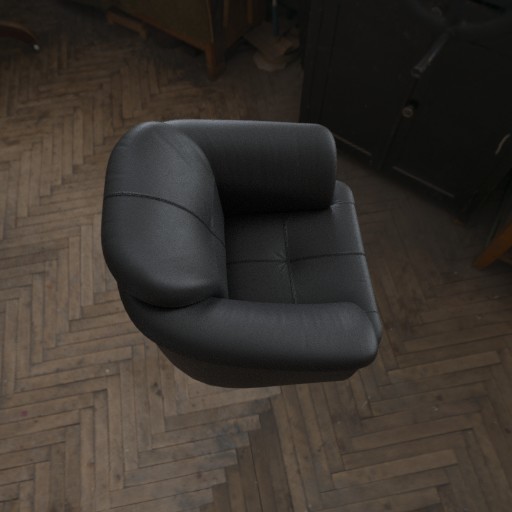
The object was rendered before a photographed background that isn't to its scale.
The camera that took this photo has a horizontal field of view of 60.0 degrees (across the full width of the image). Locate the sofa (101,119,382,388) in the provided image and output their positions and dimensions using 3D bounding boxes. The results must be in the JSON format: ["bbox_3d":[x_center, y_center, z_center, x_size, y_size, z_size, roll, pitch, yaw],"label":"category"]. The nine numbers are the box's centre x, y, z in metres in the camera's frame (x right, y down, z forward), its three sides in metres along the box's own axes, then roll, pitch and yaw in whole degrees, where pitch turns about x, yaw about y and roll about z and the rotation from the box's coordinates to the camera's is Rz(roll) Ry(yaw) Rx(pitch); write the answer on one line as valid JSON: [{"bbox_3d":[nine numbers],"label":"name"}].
[{"bbox_3d":[0.000,0.000,1.502,0.794,0.811,0.870,-4,63,-2],"label":"sofa"}]
